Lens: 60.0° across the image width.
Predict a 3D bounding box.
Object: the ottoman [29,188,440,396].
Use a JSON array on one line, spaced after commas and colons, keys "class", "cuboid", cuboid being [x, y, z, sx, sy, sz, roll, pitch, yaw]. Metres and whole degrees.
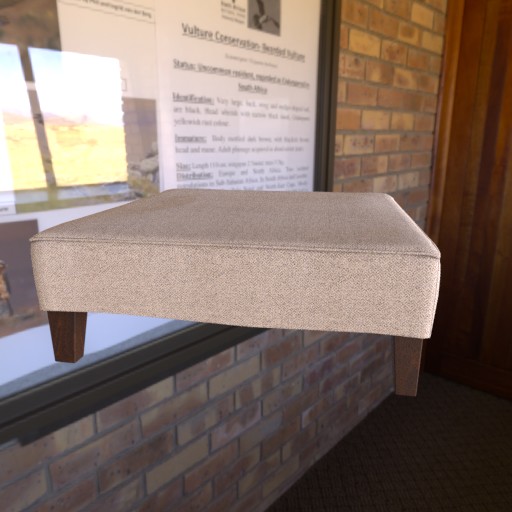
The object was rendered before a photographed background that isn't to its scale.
[{"class": "ottoman", "cuboid": [0.000, 0.000, 1.497, 0.973, 0.381, 0.982, 3, 15, 10]}]
